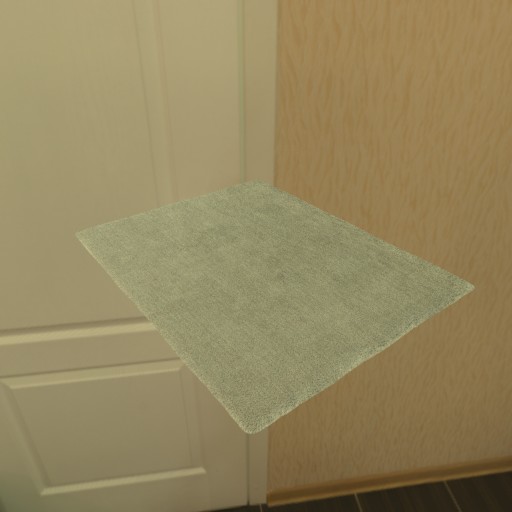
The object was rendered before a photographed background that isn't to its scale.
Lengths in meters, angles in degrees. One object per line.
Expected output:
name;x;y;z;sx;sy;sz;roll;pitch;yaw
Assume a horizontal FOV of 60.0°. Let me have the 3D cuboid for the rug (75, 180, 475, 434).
rug;0.000;0.000;3.996;2.332;0.027;2.933;-22;38;-31
